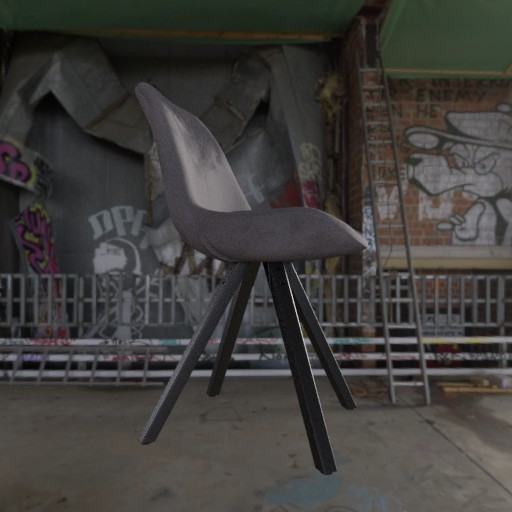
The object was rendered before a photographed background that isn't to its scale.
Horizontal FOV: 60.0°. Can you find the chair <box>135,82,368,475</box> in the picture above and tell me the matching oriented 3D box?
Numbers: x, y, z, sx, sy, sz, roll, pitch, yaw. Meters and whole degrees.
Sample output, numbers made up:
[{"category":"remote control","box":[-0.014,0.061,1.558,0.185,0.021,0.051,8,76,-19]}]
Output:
[{"category":"chair","box":[0.000,0.000,1.123,0.550,0.850,0.476,0,-1,18]}]
